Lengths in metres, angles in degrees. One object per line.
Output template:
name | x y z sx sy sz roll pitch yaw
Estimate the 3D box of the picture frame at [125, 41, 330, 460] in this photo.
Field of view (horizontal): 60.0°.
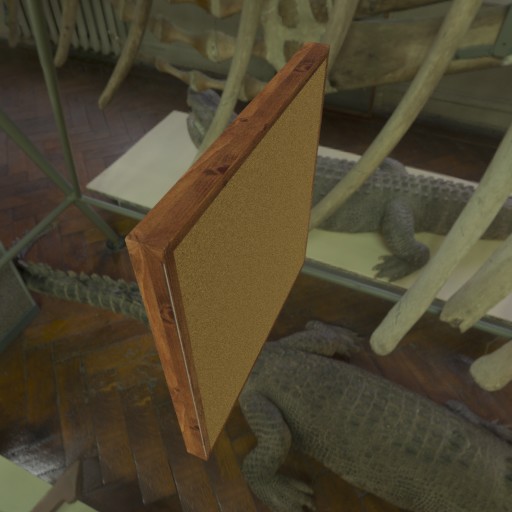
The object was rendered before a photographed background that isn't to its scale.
picture frame | 0.000 0.000 0.514 0.028 0.356 0.352 17 48 16
